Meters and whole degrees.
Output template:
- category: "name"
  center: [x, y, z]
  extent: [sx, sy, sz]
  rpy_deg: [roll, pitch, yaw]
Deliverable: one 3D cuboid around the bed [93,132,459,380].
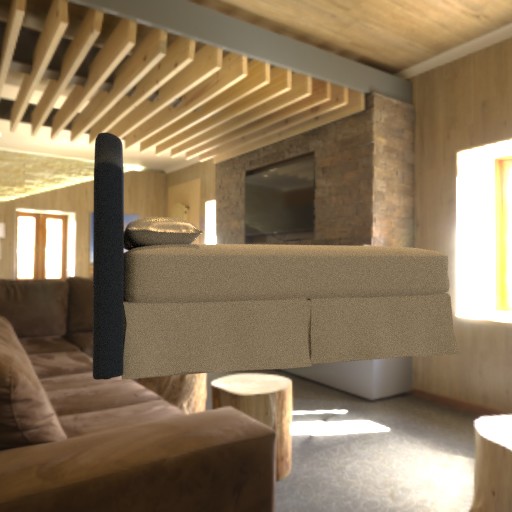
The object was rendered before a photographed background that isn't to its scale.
- category: "bed"
  center: [0.000, 0.000, 3.338]
  extent: [2.260, 1.297, 1.831]
  rpy_deg: [0, -1, -19]
